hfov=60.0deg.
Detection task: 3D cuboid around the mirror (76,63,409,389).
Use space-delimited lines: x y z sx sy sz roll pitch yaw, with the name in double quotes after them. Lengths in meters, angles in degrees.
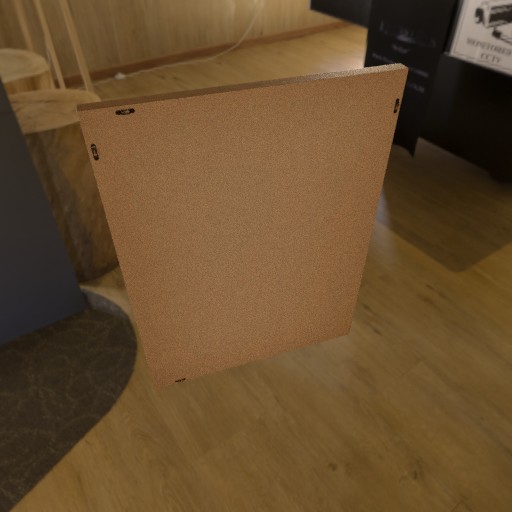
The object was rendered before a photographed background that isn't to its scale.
0.000 0.000 1.321 0.762 1.016 0.041 -13 43 -14 "mirror"
